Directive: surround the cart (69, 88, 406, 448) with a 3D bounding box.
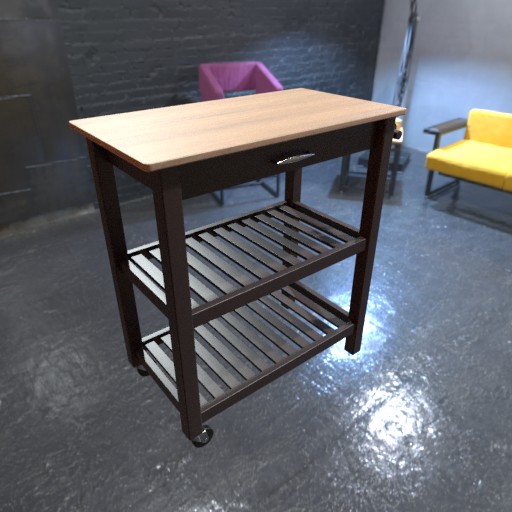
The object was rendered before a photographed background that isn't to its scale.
[{"bbox_3d":[0.000,0.000,1.477,0.899,0.927,0.457,-21,36,-32],"label":"cart"}]
